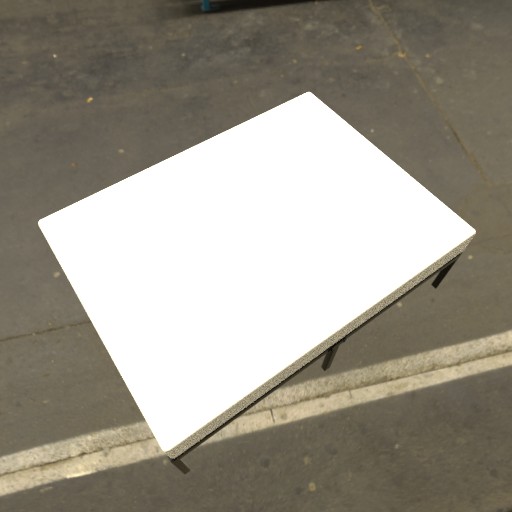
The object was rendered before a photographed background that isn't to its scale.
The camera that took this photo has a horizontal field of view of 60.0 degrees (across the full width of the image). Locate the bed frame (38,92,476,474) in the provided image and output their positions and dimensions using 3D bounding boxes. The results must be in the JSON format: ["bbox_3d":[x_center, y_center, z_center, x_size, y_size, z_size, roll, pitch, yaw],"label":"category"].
[{"bbox_3d":[0.000,0.000,2.832,2.072,0.659,1.557,-31,63,-18],"label":"bed frame"}]
